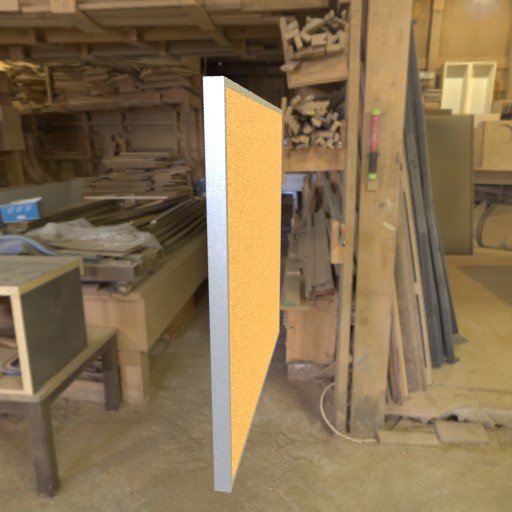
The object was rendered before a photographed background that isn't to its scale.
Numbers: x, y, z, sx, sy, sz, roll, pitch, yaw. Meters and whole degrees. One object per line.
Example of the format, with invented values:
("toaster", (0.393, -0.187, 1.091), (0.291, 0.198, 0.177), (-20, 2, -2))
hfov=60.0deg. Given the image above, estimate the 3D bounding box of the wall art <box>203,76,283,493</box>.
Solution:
("wall art", (0.000, 0.000, 1.207), (0.038, 0.807, 0.809), (3, 15, 10))
